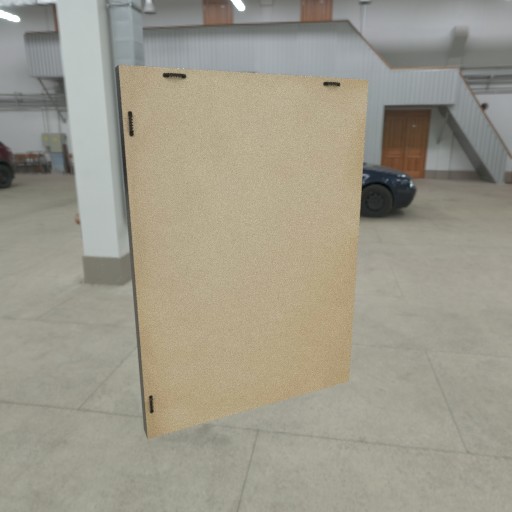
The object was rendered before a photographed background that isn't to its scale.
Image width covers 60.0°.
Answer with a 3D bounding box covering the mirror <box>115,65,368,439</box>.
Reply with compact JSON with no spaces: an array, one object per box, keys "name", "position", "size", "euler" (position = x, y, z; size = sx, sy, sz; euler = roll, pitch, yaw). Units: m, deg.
[{"name":"mirror","position":[0.000,0.000,0.929],"size":[0.507,0.710,0.040],"euler":[-7,17,-25]}]
